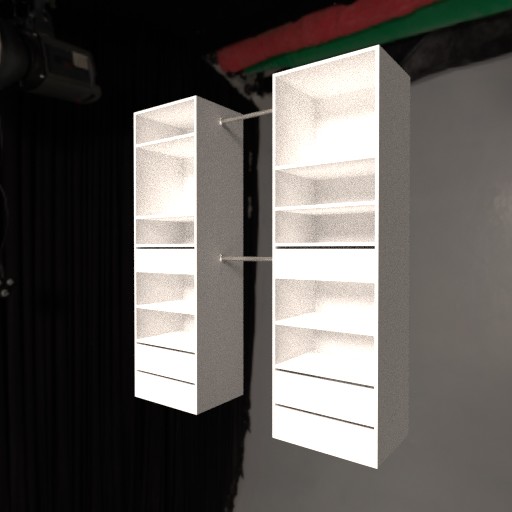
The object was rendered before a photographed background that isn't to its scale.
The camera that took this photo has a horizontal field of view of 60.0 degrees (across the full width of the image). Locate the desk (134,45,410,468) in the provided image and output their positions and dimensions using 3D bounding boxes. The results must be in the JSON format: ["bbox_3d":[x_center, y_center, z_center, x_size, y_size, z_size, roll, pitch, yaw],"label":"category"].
[{"bbox_3d":[0.000,0.000,2.804,1.770,2.000,0.480,1,1,36],"label":"desk"}]
